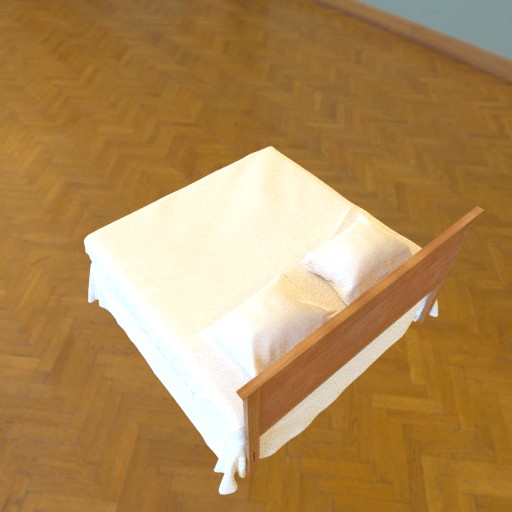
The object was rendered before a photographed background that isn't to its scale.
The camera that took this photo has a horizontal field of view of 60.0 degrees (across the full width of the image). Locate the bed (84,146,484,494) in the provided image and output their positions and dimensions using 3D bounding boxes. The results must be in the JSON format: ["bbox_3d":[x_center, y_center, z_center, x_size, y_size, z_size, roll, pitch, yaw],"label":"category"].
[{"bbox_3d":[0.000,0.000,3.452,2.317,1.270,2.215,-32,55,-25],"label":"bed"}]
